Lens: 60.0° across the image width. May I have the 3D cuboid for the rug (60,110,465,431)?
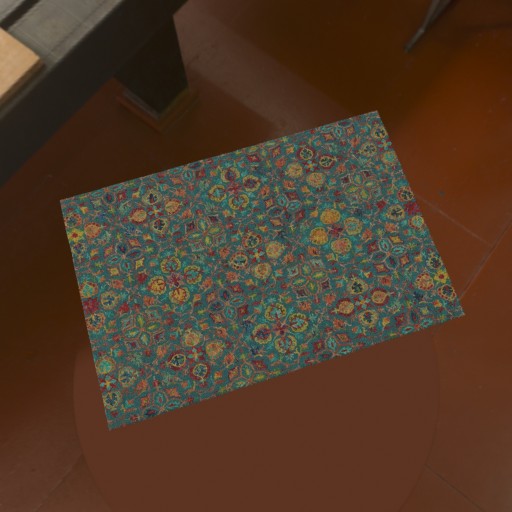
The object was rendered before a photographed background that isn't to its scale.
[{"bbox_3d":[0.000,0.000,2.886,2.290,0.016,1.527,-17,76,-4],"label":"rug"}]
